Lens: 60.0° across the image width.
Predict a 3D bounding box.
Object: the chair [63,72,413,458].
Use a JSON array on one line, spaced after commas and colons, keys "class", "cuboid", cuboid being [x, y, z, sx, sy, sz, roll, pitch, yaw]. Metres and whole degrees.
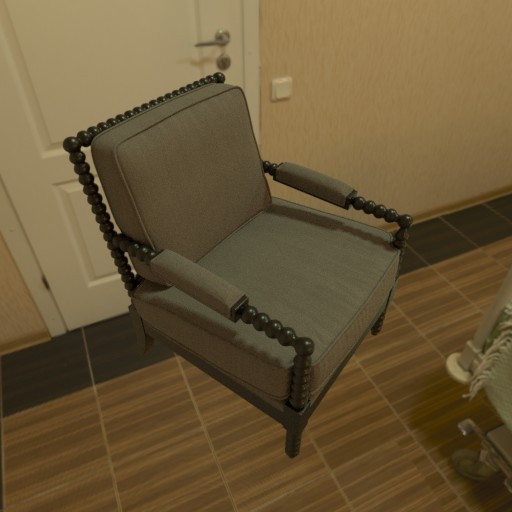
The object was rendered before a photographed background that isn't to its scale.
[{"class": "chair", "cuboid": [0.000, 0.000, 1.111, 0.622, 0.661, 0.540, 26, 48, 26]}]
